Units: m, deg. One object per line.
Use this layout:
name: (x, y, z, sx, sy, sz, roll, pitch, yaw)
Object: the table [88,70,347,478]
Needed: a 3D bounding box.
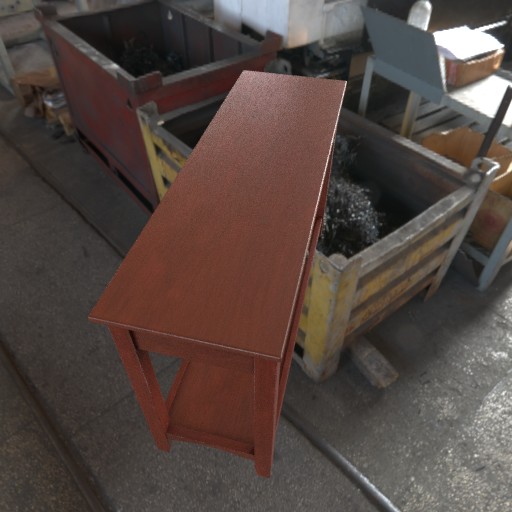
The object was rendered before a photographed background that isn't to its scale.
table: (0.000, 0.000, 1.506, 0.392, 0.739, 1.188, 10, 46, 10)
